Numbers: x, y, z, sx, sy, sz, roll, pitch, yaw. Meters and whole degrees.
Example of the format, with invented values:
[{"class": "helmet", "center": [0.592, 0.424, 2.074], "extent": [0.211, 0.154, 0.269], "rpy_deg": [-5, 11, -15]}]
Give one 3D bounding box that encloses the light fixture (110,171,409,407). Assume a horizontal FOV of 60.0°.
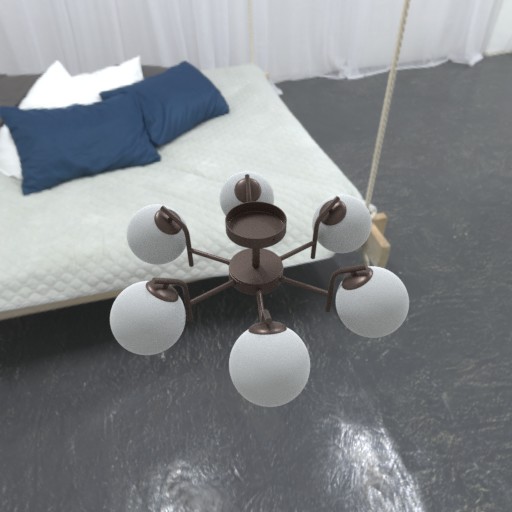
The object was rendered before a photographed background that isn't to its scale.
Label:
[{"class": "light fixture", "center": [0.000, 0.000, 0.965], "extent": [0.662, 0.201, 0.662], "rpy_deg": [0, 42, 0]}]
